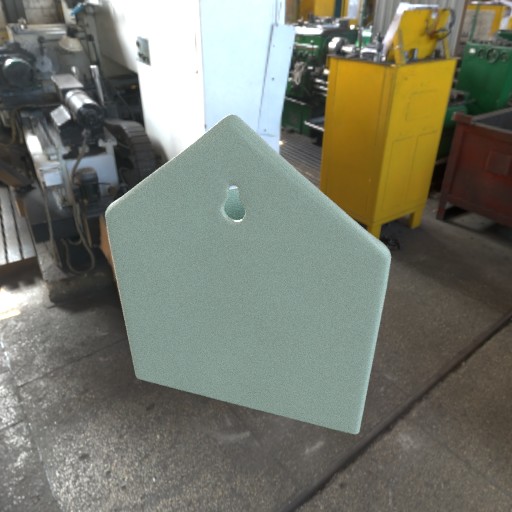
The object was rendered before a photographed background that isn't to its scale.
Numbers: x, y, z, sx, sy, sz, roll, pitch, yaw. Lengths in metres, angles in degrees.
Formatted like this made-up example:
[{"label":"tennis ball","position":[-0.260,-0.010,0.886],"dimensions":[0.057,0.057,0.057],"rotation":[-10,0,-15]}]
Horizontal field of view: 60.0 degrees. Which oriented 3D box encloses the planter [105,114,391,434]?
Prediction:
[{"label":"planter","position":[0.000,0.000,0.287],"dimensions":[0.164,0.197,0.079],"rotation":[9,33,15]}]
